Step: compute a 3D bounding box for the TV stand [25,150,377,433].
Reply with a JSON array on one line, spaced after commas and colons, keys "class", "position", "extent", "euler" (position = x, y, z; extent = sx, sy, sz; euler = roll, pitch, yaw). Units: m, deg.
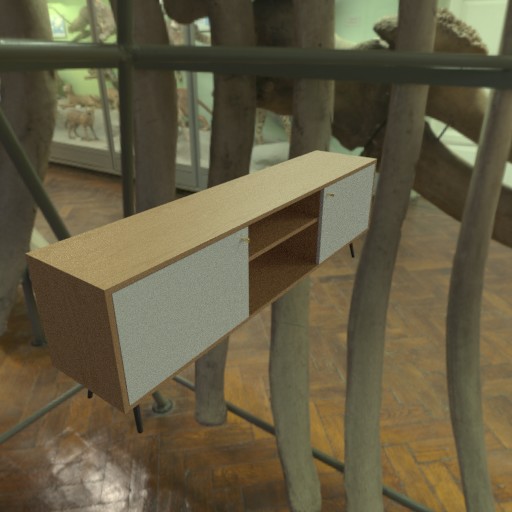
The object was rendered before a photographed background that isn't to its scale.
[{"class": "TV stand", "position": [0.000, 0.000, 1.964], "extent": [0.400, 0.580, 1.760], "euler": [17, 30, 32]}]
